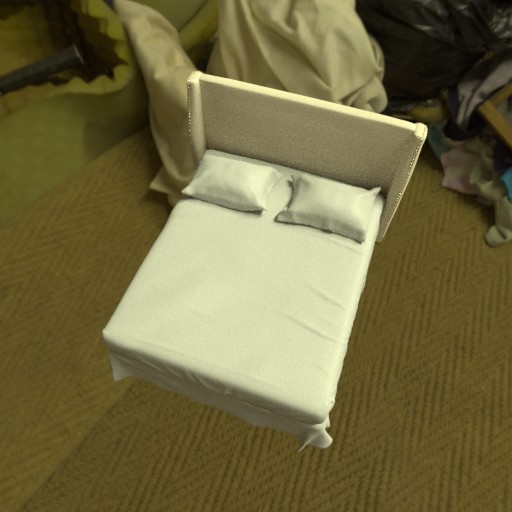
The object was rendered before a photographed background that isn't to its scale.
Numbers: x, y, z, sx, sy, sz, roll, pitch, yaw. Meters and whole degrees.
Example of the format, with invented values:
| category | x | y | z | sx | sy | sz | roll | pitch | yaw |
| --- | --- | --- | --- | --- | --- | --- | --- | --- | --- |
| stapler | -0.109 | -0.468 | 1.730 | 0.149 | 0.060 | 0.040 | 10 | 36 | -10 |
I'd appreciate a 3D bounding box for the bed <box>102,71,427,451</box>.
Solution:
| category | x | y | z | sx | sy | sz | roll | pitch | yaw |
| --- | --- | --- | --- | --- | --- | --- | --- | --- | --- |
| bed | 0.000 | 0.000 | 3.444 | 1.925 | 1.332 | 2.276 | 17 | 60 | 10 |
